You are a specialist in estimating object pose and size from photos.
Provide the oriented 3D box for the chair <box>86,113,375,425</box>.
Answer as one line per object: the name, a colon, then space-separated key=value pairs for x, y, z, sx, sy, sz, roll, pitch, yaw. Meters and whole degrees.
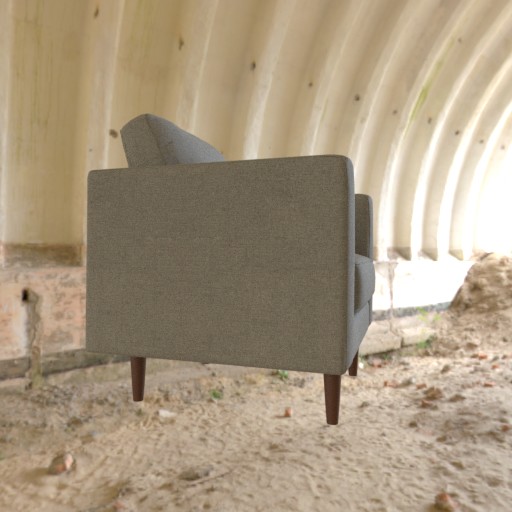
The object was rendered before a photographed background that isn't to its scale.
chair: x=0.000 y=0.000 z=1.575 sx=0.800 sy=0.927 sz=0.855 roll=0 pitch=0 yaw=18
